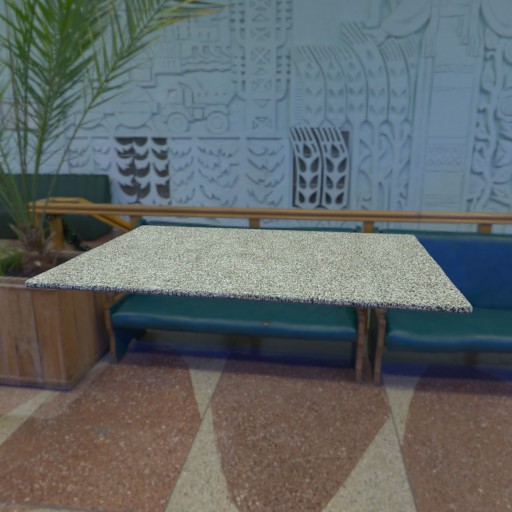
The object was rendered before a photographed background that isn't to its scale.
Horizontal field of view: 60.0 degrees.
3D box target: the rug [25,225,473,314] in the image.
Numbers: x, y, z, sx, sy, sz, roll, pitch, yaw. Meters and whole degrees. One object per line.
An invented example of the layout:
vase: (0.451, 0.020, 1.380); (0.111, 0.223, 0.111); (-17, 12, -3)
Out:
rug: (0.000, 0.000, 2.299); (1.778, 0.030, 1.219); (3, 15, 9)
